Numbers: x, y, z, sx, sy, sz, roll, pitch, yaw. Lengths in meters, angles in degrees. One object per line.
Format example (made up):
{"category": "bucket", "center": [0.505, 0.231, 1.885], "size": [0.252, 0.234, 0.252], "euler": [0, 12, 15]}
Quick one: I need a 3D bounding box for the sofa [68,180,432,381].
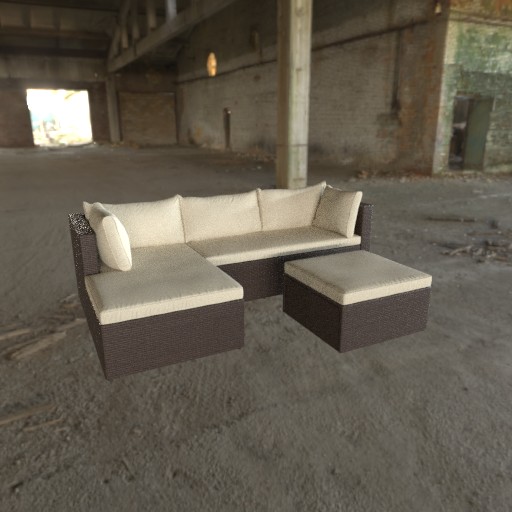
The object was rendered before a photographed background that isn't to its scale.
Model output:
{"category": "sofa", "center": [0.000, 0.000, 3.014], "size": [2.192, 0.766, 1.612], "euler": [-8, 19, -26]}
